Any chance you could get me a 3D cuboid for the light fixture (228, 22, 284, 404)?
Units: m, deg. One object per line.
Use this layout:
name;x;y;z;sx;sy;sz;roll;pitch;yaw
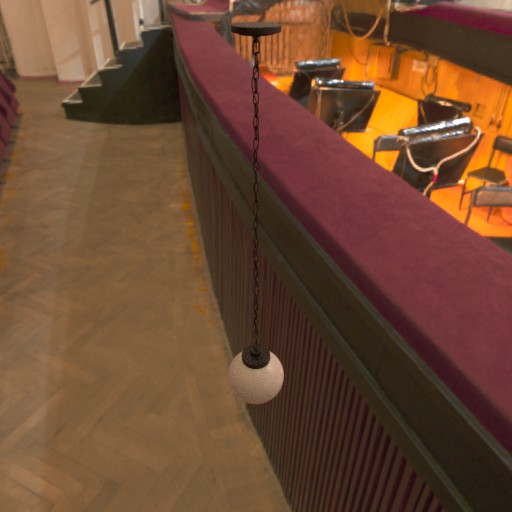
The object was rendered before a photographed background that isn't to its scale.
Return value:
light fixture;0.000;0.000;2.007;0.305;1.867;0.304;-11;35;-17
